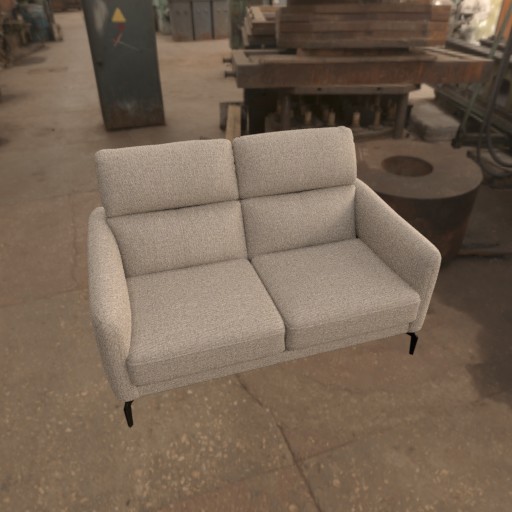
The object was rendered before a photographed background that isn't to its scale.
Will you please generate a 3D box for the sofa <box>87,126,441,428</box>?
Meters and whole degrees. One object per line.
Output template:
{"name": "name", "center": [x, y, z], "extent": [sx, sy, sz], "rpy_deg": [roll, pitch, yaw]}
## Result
{"name": "sofa", "center": [0.000, 0.000, 2.160], "extent": [1.540, 0.950, 0.905], "rpy_deg": [-10, 34, -15]}
